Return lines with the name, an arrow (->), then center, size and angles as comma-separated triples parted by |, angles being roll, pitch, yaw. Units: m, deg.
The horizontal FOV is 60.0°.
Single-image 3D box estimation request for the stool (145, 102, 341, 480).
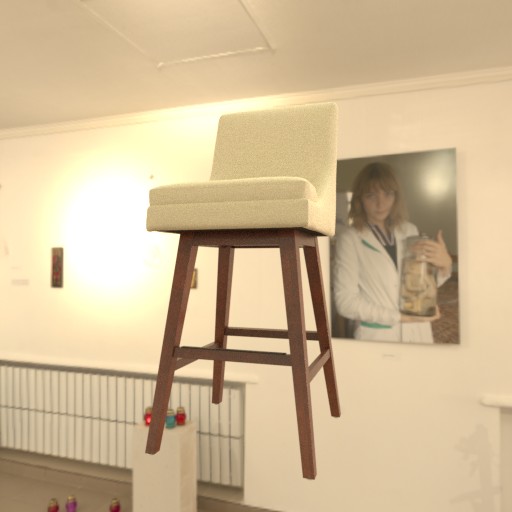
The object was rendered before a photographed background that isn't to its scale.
stool -> 0.000, 0.000, 1.394 | 0.470, 1.097, 0.559 | 0, -1, 18
